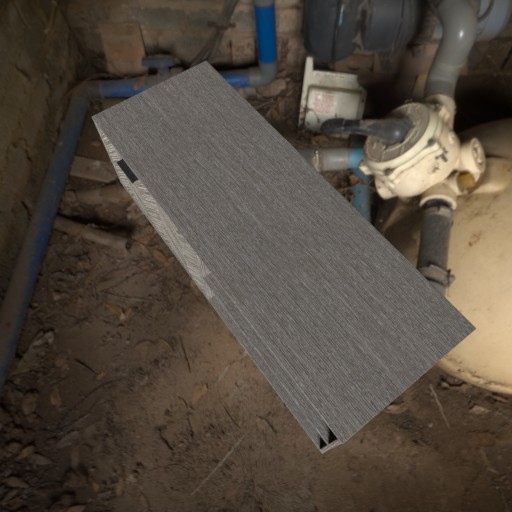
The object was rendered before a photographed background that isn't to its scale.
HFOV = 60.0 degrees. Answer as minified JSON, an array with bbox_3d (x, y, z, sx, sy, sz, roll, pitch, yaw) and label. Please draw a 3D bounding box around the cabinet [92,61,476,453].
[{"bbox_3d":[0.000,0.000,1.619,0.500,0.599,1.300,-33,67,-16],"label":"cabinet"}]
